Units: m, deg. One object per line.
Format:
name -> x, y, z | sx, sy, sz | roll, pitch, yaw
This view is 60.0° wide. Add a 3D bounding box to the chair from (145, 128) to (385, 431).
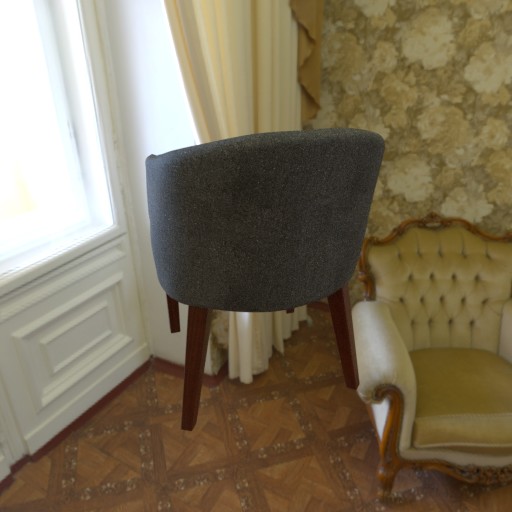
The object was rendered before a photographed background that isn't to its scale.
chair -> 0.000, 0.000, 1.285 | 0.583, 0.811, 0.655 | -8, 27, -16
